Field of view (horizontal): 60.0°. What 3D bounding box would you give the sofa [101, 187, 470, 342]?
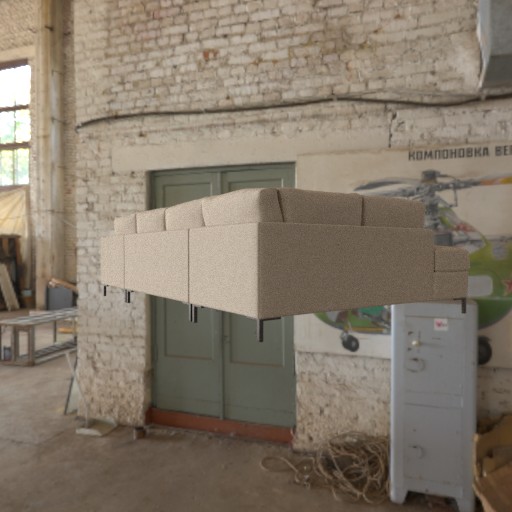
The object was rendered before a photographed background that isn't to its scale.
[{"bbox_3d":[0.000,0.000,4.050,1.989,0.862,2.984,-1,1,-35],"label":"sofa"}]
